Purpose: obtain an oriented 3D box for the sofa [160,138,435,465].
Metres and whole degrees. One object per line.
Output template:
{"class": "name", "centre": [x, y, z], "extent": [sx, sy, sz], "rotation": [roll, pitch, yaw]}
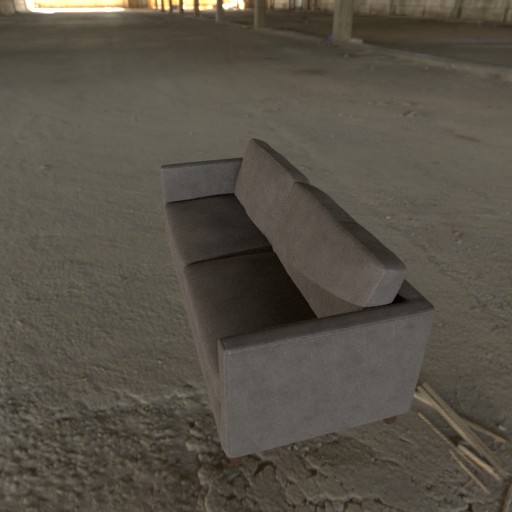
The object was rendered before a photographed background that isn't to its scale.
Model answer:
{"class": "sofa", "centre": [0.000, 0.000, 2.767], "extent": [0.951, 0.965, 2.208], "rotation": [-9, 31, -14]}
